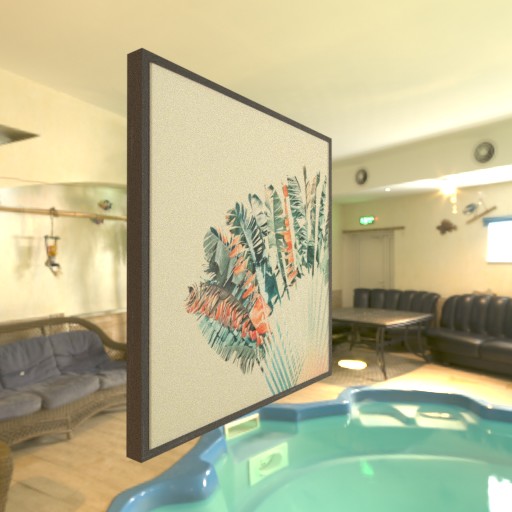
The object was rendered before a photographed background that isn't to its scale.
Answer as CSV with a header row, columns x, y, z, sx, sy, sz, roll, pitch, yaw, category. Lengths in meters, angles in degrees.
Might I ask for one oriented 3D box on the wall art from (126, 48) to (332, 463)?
x,y,z,sx,sy,sz,roll,pitch,yaw,category
0.000,0.000,1.129,0.043,0.758,0.762,0,0,36,wall art
